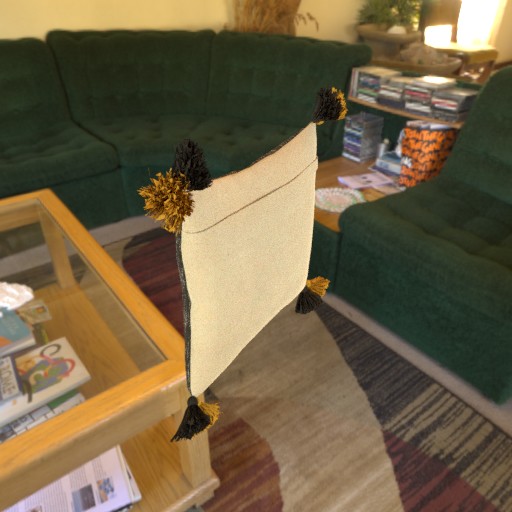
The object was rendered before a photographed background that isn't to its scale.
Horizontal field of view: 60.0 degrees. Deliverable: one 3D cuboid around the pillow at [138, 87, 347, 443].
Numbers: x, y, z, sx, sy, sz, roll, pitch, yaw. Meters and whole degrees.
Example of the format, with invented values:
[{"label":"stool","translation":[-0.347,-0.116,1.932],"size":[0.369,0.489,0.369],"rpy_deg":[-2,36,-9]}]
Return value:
[{"label":"pillow","translation":[0.000,0.000,0.984],"size":[0.139,0.659,0.654],"rpy_deg":[21,39,29]}]
